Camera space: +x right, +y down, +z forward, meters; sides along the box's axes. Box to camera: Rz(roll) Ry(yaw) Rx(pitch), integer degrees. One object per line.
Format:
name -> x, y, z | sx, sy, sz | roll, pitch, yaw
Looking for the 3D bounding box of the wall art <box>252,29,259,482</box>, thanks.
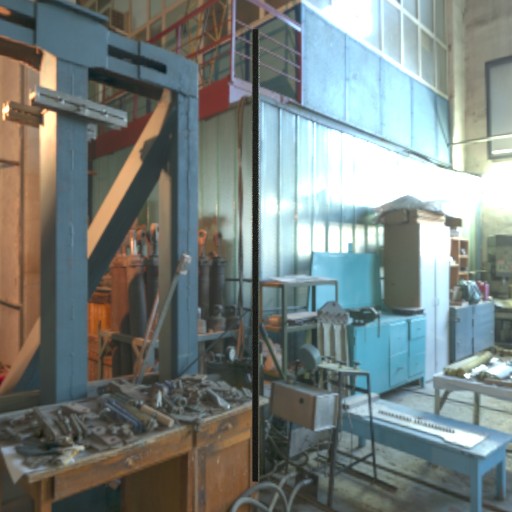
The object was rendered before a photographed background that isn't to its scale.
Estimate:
wall art -> 0.000, 0.000, 0.787 | 0.009, 0.559, 0.483 | 0, 0, 0
